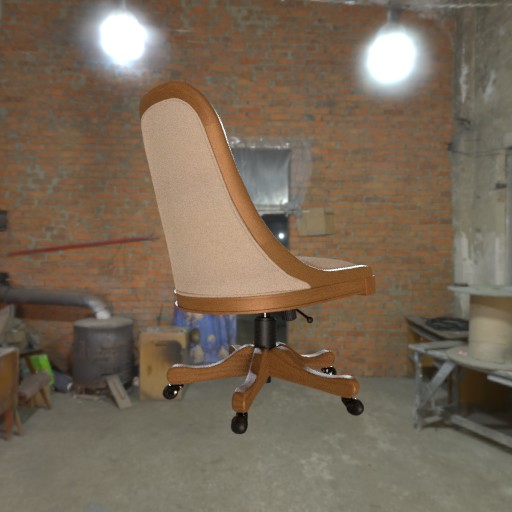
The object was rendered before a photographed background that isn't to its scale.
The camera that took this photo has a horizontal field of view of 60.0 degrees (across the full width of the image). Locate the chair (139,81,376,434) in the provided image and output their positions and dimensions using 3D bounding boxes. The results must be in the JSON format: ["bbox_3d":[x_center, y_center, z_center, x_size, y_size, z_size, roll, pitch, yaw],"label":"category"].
[{"bbox_3d":[0.000,0.000,1.574,0.811,1.009,0.702,-1,1,-37],"label":"chair"}]
